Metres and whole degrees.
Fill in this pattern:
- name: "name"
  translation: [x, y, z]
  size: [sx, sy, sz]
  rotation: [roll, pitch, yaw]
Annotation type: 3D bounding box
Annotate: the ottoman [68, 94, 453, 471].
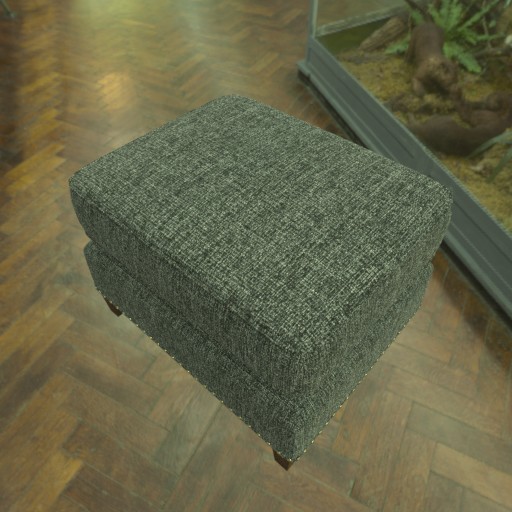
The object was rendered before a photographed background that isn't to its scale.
- name: "ottoman"
  translation: [0.000, 0.000, 1.133]
  size: [0.738, 0.537, 0.589]
  rotation: [33, 55, 27]
